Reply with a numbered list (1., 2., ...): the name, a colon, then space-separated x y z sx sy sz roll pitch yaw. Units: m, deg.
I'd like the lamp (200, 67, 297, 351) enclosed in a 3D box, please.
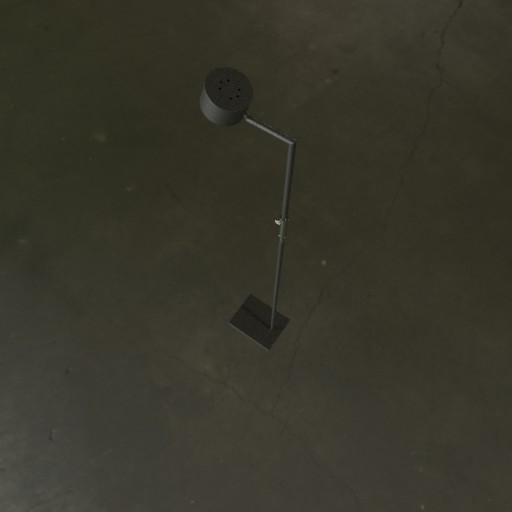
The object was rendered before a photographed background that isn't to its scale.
1. lamp: 0.000 0.000 1.702 0.304 1.600 0.203 32 68 15
